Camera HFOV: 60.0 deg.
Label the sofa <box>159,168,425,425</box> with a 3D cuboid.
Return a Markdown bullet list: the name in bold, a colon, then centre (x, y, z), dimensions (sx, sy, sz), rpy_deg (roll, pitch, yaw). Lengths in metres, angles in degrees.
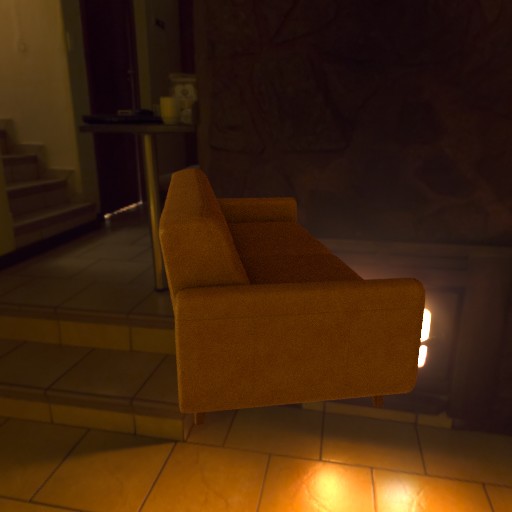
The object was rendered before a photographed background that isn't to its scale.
- **sofa**: centre (0.000, 0.000, 2.614), dimensions (0.980, 0.892, 2.137), rpy_deg (-2, 17, -8)
